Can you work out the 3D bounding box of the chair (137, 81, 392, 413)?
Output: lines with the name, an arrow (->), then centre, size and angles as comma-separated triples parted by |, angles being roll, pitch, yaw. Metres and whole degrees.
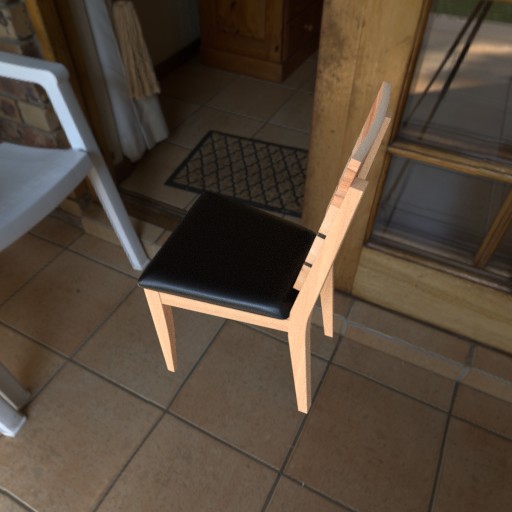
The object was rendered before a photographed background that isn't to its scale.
chair -> 0.000, 0.000, 1.221 | 0.520, 0.940, 0.410 | 16, 49, 14
